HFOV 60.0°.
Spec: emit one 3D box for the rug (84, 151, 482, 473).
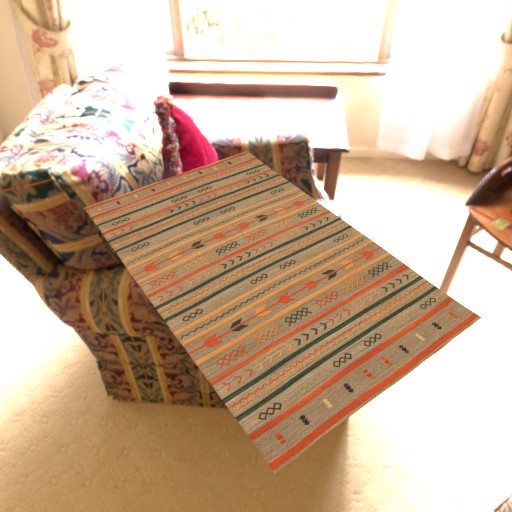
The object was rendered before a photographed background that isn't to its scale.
[{"bbox_3d":[0.000,0.000,3.019,1.537,0.029,2.439,-26,48,-26],"label":"rug"}]
